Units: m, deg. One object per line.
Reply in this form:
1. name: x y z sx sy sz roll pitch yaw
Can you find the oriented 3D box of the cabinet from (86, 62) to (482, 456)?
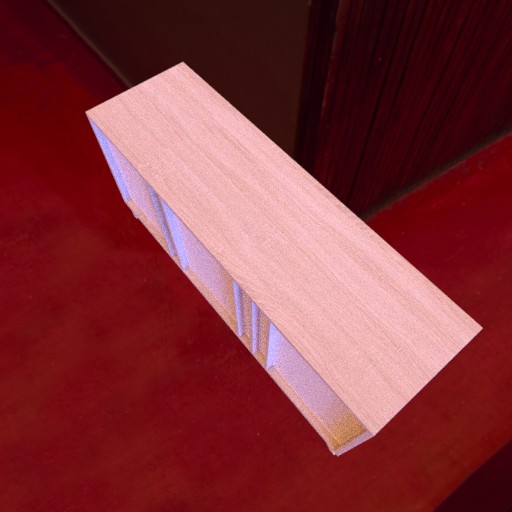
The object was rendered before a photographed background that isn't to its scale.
1. cabinet: 0.000 0.000 1.974 0.500 0.780 1.649 -36 67 -18
